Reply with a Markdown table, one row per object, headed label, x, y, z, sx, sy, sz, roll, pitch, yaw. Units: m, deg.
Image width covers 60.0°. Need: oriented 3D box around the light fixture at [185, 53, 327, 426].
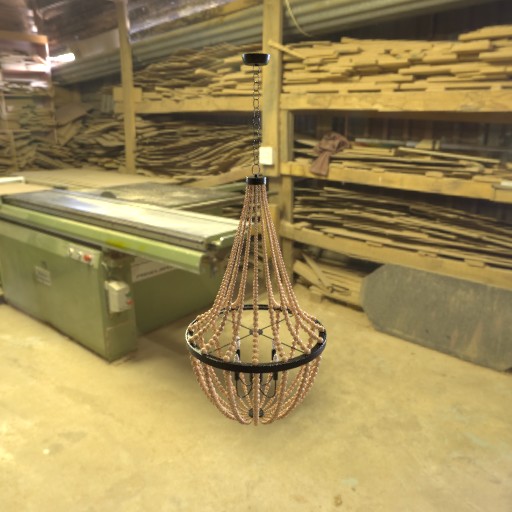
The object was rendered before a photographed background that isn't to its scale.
| label | x | y | z | sx | sy | sz | roll | pitch | yaw |
| --- | --- | --- | --- | --- | --- | --- | --- | --- | --- |
| light fixture | 0.000 | 0.000 | 1.359 | 0.450 | 1.133 | 0.450 | 0 | 16 | 0 |
